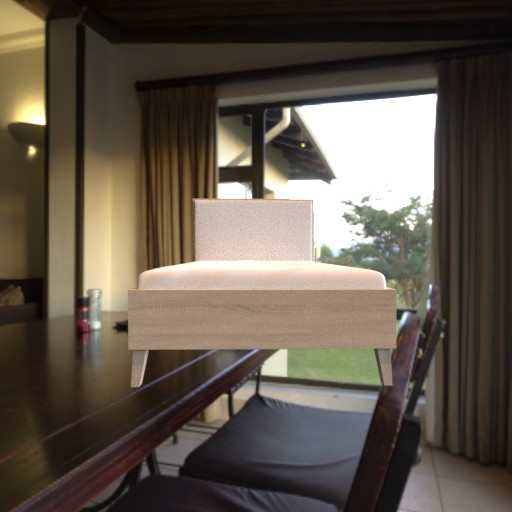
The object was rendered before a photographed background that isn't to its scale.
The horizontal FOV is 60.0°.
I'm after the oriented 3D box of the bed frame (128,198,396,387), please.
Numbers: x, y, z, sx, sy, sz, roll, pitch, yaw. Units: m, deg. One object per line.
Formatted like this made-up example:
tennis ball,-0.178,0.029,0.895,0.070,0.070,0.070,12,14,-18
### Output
bed frame,0.000,0.000,2.644,0.990,0.920,2.140,0,0,-1
